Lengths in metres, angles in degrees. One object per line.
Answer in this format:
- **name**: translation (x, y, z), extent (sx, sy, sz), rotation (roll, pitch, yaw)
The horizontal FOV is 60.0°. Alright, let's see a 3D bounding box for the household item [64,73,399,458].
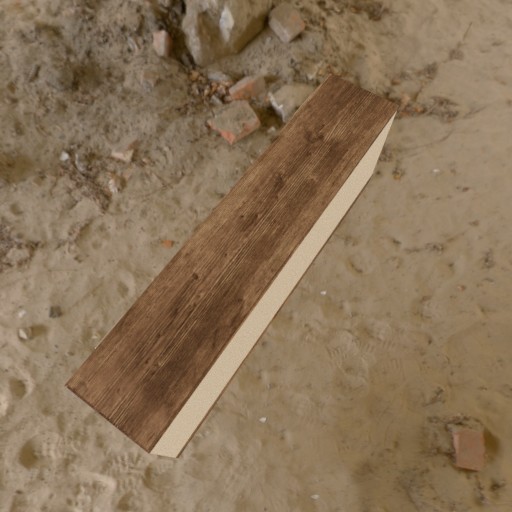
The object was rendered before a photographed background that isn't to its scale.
- **household item**: translation (0.000, 0.000, 2.071), extent (0.390, 0.615, 1.800), rotation (32, 68, 14)
